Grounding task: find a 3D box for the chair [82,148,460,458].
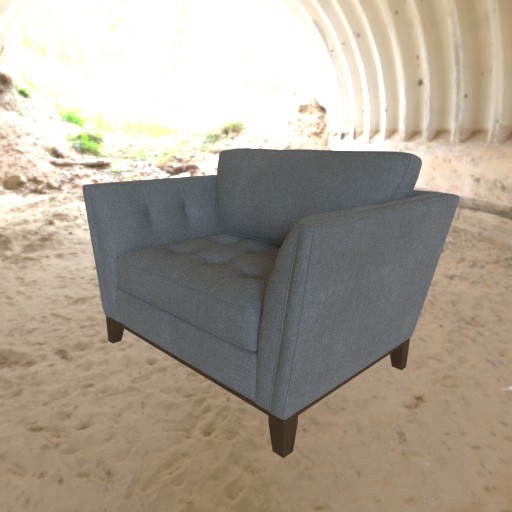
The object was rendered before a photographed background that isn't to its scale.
[{"bbox_3d":[0.000,0.000,2.029,0.965,0.942,1.396,-15,21,-43],"label":"chair"}]
